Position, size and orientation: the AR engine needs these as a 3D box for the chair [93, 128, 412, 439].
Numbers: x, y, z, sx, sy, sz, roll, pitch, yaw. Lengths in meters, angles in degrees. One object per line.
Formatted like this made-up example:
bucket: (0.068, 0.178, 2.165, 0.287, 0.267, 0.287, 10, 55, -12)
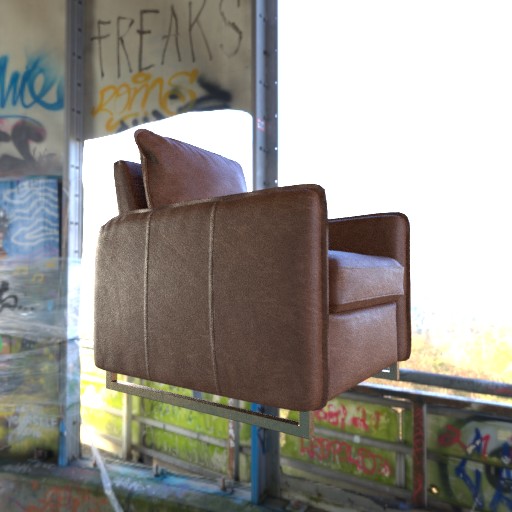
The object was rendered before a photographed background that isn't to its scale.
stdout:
chair: (0.000, 0.000, 1.616, 0.922, 0.922, 0.830, -1, -2, 35)
